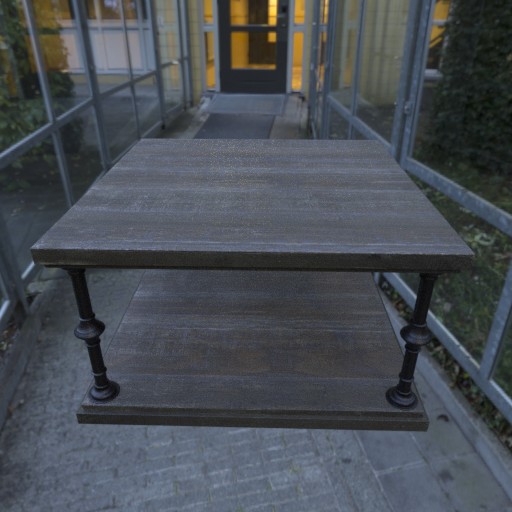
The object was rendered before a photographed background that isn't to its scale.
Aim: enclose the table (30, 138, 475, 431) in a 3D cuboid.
[{"bbox_3d":[0.000,0.000,1.093,0.696,0.400,0.696,1,29,1],"label":"table"}]
